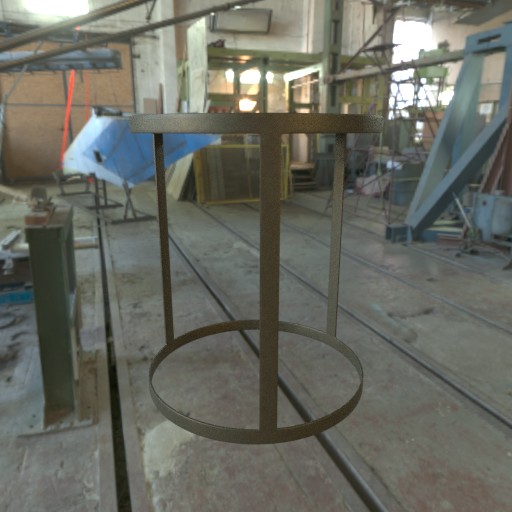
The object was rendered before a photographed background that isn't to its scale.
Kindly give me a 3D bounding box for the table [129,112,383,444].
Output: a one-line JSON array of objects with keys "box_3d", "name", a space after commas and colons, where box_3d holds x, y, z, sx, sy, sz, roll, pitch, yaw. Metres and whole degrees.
[{"box_3d": [0.000, 0.000, 0.946, 0.480, 0.565, 0.480, 0, 16, 0], "name": "table"}]
